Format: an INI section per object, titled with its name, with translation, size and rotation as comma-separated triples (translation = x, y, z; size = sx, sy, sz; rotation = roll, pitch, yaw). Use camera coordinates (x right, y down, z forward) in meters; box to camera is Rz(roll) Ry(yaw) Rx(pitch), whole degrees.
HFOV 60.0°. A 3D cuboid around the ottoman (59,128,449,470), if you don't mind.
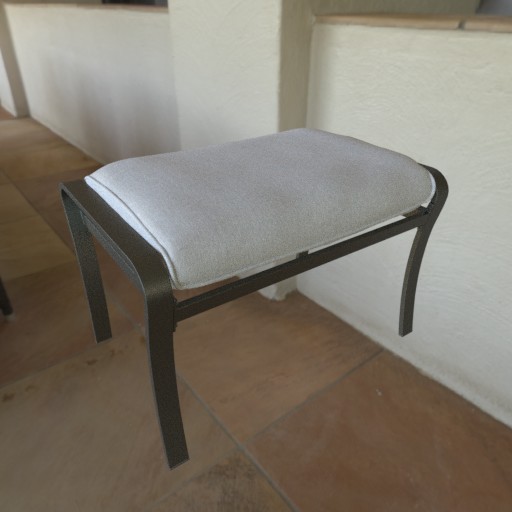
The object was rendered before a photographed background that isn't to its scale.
[ottoman]
translation = 0.000, 0.000, 0.902
size = 0.610, 0.422, 0.406
rotation = -19, 35, -30
